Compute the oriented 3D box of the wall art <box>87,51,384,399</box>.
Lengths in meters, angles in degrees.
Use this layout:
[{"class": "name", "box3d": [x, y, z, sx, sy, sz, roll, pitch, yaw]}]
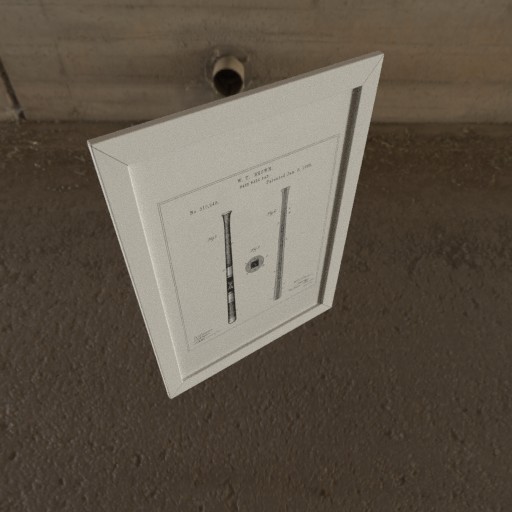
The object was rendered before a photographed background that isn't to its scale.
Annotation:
[{"class": "wall art", "box3d": [0.000, 0.000, 0.677, 0.374, 0.529, 0.012, -26, 52, -22]}]
